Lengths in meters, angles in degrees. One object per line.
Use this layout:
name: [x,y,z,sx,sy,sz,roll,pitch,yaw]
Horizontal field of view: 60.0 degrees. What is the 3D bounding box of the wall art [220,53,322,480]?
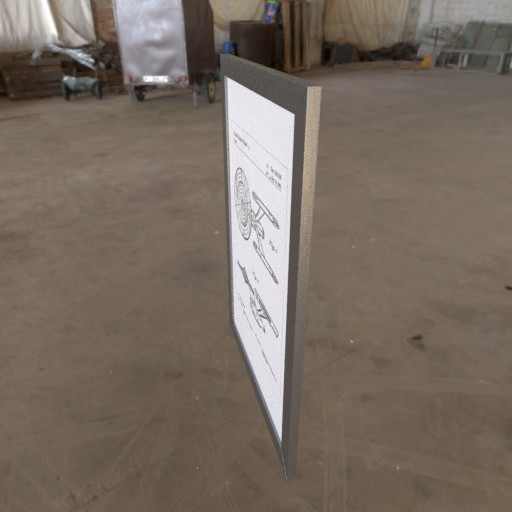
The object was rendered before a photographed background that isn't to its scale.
wall art: [0.000,0.000,0.665,0.013,0.529,0.376,-8,29,-14]
